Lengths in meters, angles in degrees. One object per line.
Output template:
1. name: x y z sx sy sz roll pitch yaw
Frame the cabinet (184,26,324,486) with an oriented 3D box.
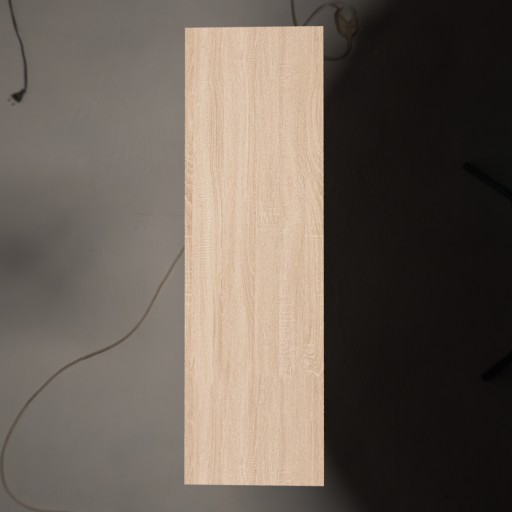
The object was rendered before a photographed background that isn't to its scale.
1. cabinet: 0.000 0.000 1.985 0.500 0.780 1.649 0 89 1
